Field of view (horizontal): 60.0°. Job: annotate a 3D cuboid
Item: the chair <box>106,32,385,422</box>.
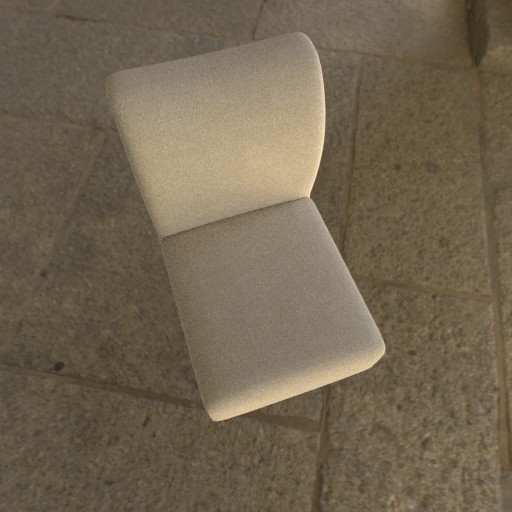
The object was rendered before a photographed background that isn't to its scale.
[{"bbox_3d":[0.000,0.000,1.280,0.521,0.833,0.754,-17,64,-8],"label":"chair"}]
